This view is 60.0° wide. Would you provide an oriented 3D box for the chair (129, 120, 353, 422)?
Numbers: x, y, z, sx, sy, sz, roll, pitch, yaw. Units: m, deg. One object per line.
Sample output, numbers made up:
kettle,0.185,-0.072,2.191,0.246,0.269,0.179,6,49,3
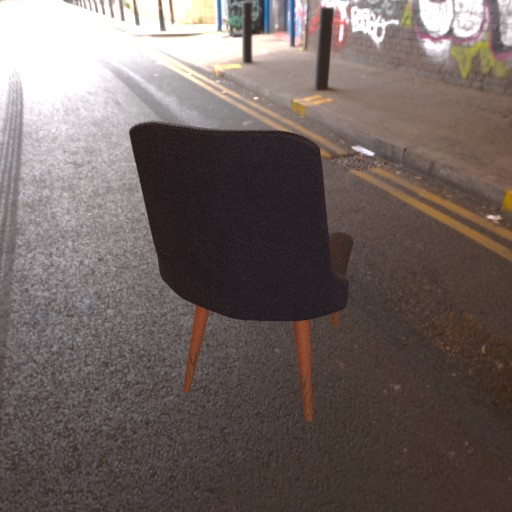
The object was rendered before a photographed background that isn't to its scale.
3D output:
chair,0.000,0.000,1.177,0.504,0.820,0.567,8,32,14
